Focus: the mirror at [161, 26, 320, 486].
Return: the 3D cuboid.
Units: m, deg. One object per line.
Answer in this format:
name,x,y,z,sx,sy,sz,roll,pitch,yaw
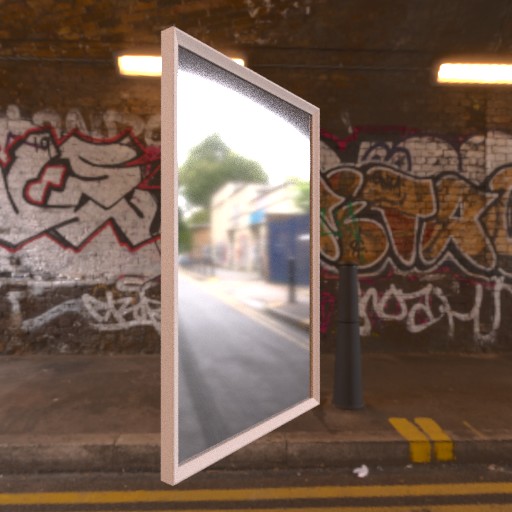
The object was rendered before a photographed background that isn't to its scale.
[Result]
mirror,0.000,0.000,1.138,0.041,0.915,0.609,0,0,36
